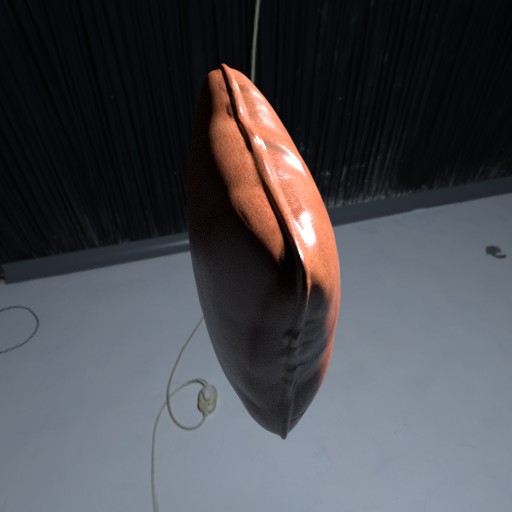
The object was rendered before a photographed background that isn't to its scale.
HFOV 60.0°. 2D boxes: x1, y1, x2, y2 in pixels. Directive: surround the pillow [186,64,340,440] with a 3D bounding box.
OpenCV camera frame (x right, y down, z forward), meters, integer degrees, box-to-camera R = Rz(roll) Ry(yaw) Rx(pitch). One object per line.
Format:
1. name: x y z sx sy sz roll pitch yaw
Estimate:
1. pillow: 0.000 0.000 0.822 0.236 0.523 0.532 -10 48 -9
